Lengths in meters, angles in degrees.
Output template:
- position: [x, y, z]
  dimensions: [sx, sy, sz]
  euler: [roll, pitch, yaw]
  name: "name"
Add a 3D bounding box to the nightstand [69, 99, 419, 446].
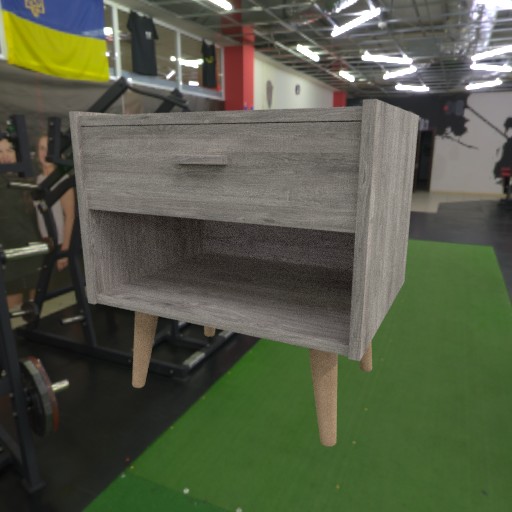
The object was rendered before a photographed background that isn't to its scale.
- position: [0.000, 0.000, 0.816]
  dimensions: [0.480, 0.500, 0.380]
  euler: [7, 16, 26]
  name: "nightstand"
